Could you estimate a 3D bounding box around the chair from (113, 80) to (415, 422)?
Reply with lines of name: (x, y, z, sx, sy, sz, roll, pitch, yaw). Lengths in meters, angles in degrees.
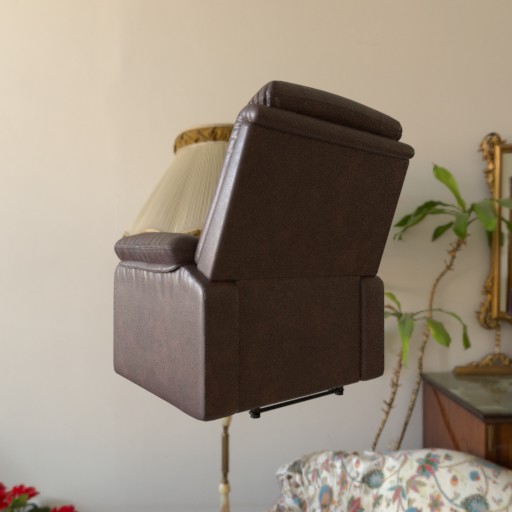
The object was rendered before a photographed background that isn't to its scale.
chair: (0.000, 0.000, 1.663, 0.855, 0.992, 0.919, 0, -1, -37)
